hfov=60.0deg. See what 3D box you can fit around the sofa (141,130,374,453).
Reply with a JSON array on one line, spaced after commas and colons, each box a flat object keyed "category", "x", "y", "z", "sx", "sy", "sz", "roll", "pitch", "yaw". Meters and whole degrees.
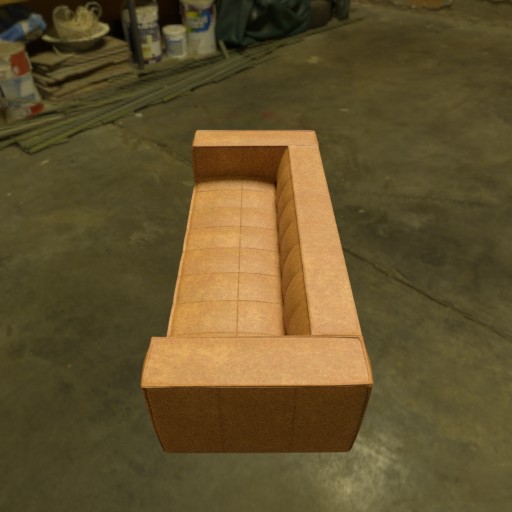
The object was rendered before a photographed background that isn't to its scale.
[{"category": "sofa", "x": 0.000, "y": 0.000, "z": 3.123, "sx": 1.102, "sy": 0.701, "sz": 2.581, "roll": 0, "pitch": 41, "yaw": 0}]
